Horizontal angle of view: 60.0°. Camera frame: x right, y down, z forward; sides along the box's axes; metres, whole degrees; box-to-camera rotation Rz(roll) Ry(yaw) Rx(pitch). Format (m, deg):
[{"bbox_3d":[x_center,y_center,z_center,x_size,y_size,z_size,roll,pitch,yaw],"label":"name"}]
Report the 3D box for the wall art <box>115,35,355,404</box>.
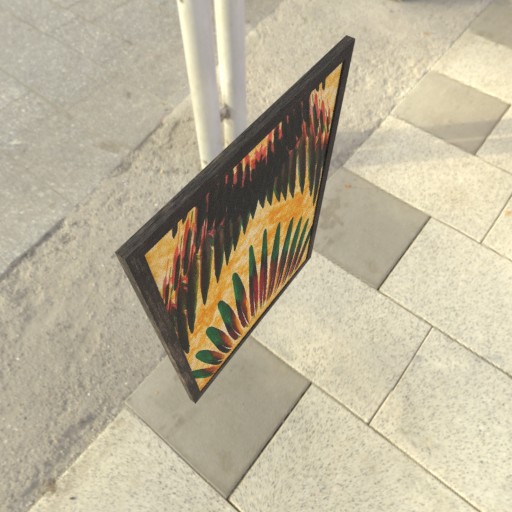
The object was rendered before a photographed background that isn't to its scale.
[{"bbox_3d":[0.000,0.000,1.410,0.029,1.066,0.812,32,64,18],"label":"wall art"}]
